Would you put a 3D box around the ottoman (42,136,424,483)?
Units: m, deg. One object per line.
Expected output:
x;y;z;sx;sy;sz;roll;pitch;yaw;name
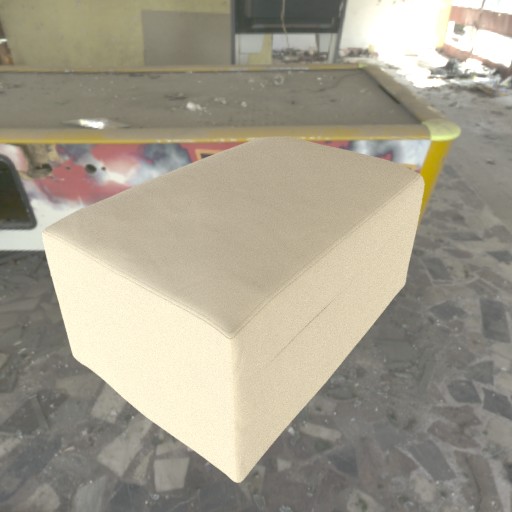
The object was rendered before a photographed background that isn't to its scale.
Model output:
0.000;0.000;1.188;0.590;0.444;0.872;22;38;31;ottoman
